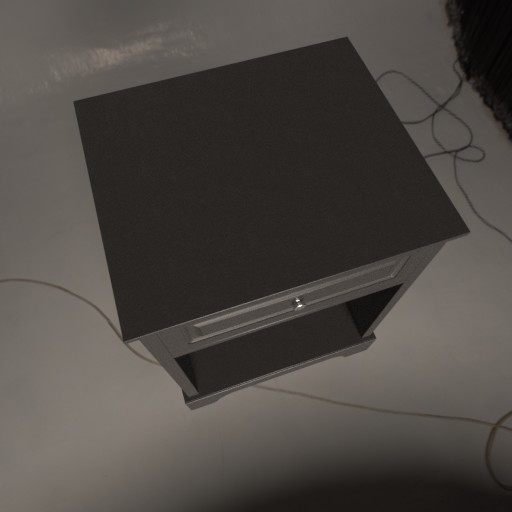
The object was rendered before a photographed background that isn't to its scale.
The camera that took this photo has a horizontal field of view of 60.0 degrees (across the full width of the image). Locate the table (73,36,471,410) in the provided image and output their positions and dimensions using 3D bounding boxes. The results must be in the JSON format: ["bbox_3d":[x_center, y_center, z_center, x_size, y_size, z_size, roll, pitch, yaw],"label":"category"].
[{"bbox_3d":[0.000,0.000,0.903,0.460,0.610,0.399,-17,65,-8],"label":"table"}]
